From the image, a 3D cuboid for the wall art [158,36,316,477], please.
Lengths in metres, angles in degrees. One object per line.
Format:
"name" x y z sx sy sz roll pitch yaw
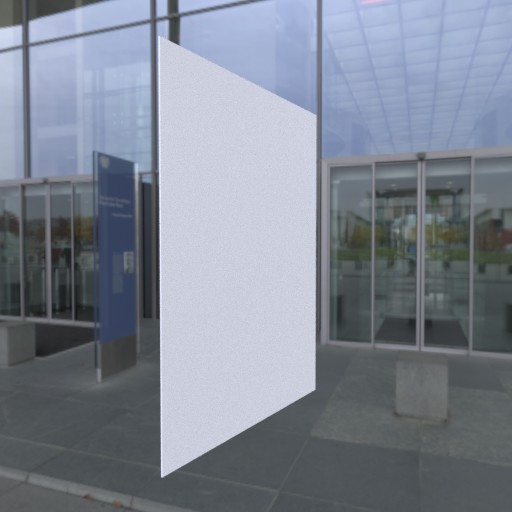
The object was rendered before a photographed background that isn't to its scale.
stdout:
"wall art" 0.000 0.000 0.799 0.003 0.610 0.457 1 2 35
